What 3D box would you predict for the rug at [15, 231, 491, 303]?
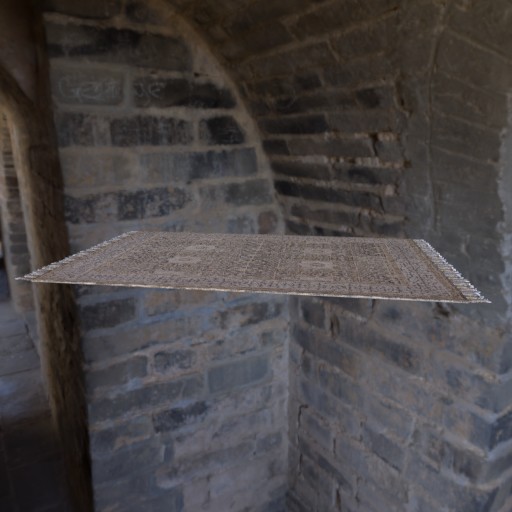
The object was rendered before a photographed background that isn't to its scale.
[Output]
[{"bbox_3d":[0.000,0.000,2.445,2.029,0.010,1.237,2,14,9],"label":"rug"}]
